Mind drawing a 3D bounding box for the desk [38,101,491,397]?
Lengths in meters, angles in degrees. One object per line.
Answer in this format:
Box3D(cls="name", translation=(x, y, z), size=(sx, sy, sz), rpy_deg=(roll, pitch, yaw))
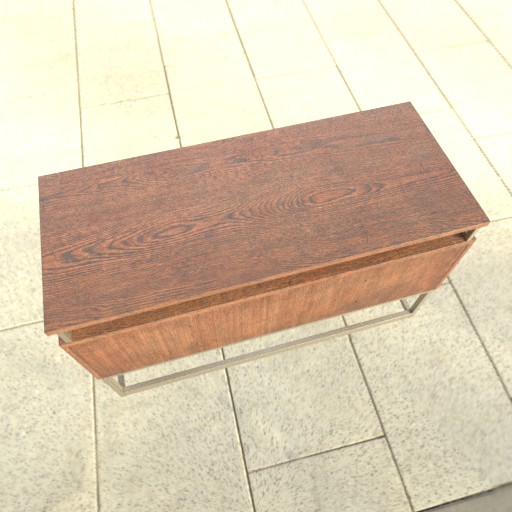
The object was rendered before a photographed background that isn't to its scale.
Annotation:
Box3D(cls="desk", translation=(0.000, 0.000, 1.807), size=(1.384, 0.792, 0.610), rpy_deg=(-14, 60, -8))
